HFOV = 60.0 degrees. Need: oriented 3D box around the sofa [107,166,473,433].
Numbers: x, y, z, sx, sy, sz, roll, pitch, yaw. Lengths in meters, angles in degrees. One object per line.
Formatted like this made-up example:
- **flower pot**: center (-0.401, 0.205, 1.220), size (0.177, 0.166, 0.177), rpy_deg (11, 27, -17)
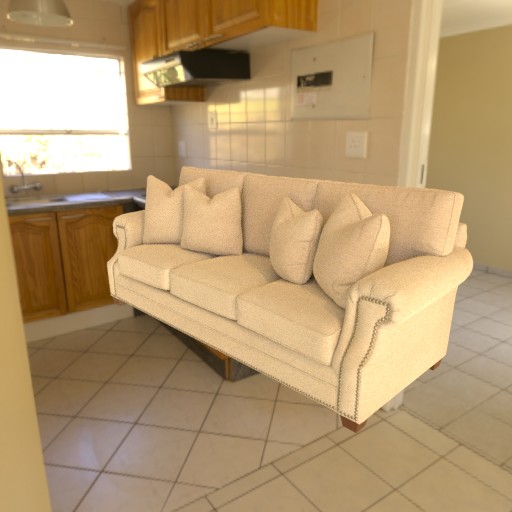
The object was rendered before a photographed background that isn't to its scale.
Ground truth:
- **sofa**: center (0.000, 0.000, 2.762), size (0.965, 0.975, 2.312), rpy_deg (-15, 21, -43)
